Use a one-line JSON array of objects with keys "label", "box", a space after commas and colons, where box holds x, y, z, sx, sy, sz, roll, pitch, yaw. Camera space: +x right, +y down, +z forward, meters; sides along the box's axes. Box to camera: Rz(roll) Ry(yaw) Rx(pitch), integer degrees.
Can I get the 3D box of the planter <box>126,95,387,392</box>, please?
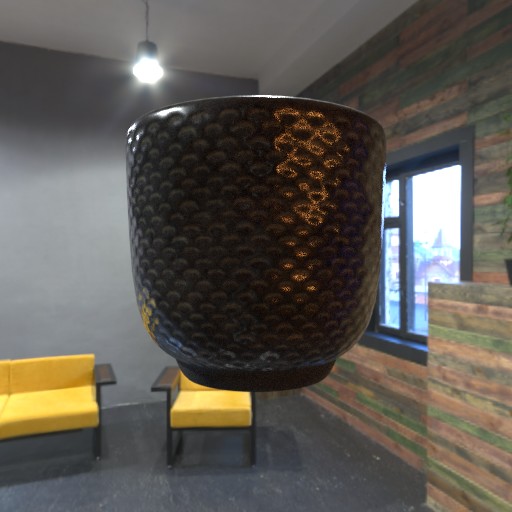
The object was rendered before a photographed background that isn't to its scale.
[{"label": "planter", "box": [0.000, 0.000, 0.246, 0.140, 0.129, 0.140, 0, -1, 0]}]
